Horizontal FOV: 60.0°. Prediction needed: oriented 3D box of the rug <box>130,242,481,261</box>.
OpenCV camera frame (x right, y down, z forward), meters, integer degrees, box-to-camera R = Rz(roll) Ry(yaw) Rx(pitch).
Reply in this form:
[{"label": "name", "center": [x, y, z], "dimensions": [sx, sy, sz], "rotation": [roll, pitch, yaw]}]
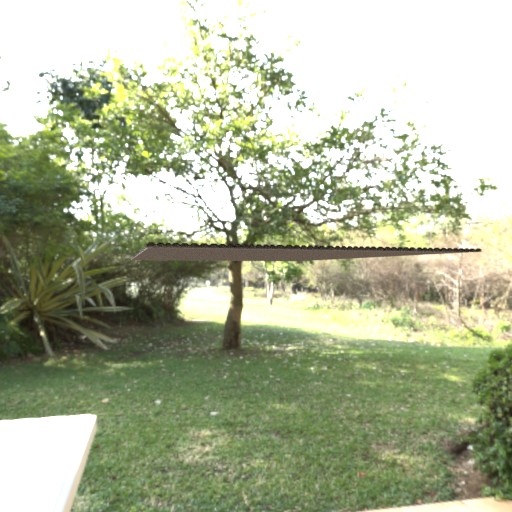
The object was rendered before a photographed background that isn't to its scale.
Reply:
[{"label": "rug", "center": [0.000, 0.000, 3.044], "dimensions": [1.613, 0.017, 2.312], "rotation": [1, -2, -18]}]
